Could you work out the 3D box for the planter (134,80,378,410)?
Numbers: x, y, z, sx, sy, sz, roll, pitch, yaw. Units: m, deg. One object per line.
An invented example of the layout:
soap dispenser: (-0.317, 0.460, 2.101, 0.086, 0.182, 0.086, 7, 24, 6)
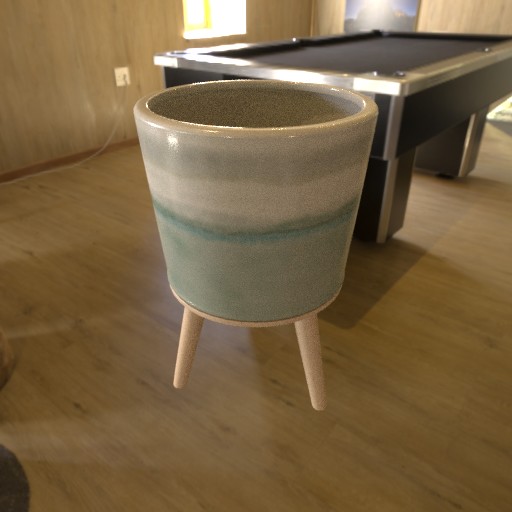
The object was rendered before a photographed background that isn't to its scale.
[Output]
planter: (0.000, 0.000, 0.593, 0.265, 0.404, 0.265, -20, 36, -30)
